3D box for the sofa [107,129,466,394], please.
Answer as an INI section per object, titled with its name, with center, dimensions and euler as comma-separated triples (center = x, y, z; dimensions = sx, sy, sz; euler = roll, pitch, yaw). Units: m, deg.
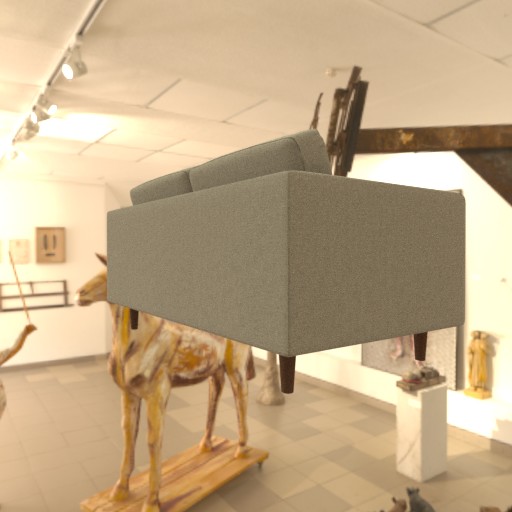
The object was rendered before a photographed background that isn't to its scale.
[sofa]
center = 0.000, 0.000, 2.277
dimensions = 1.000, 0.900, 1.731
euler = -1, 1, -35
